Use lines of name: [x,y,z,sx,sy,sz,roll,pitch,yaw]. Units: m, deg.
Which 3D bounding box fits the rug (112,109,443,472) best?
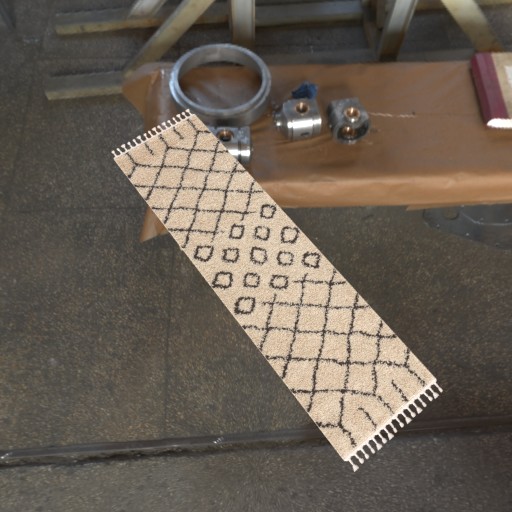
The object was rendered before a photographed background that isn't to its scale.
rug: [0.000,0.000,2.688,0.660,0.005,2.464,-34,69,-15]
